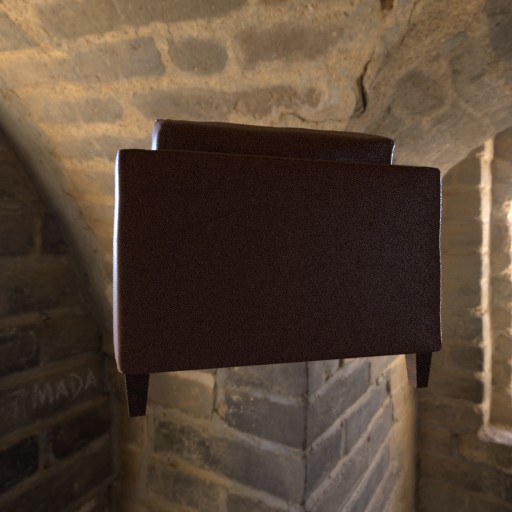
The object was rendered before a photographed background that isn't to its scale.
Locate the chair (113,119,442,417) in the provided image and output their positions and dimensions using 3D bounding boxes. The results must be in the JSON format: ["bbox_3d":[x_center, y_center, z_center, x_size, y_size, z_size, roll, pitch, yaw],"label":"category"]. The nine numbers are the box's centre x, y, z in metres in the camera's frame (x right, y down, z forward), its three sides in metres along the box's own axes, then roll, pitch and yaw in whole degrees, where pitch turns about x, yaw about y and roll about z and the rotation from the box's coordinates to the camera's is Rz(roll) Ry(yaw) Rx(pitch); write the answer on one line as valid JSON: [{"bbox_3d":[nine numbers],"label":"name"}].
[{"bbox_3d":[0.000,0.000,1.822,1.107,0.917,0.959,0,0,-17],"label":"chair"}]
